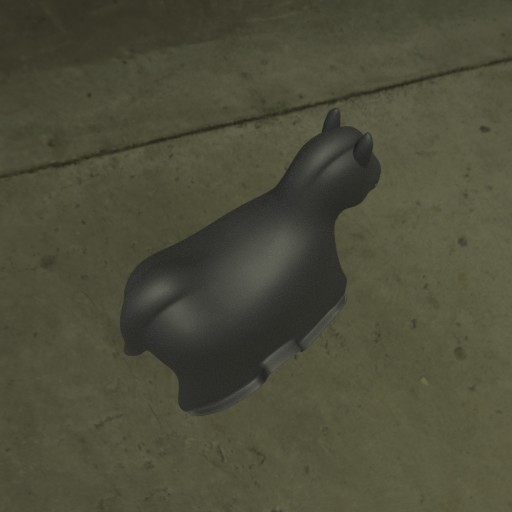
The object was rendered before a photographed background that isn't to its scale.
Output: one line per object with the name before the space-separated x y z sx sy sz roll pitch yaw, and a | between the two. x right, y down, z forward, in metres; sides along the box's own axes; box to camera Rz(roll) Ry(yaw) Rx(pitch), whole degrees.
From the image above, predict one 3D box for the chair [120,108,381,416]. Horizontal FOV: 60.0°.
chair | 0.000 0.000 1.154 0.800 0.612 0.429 -33 63 -19
